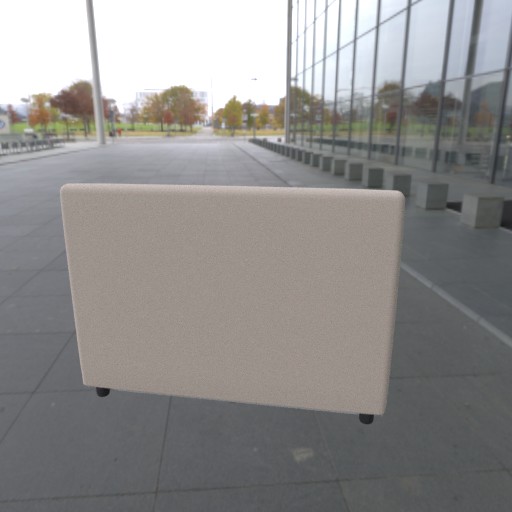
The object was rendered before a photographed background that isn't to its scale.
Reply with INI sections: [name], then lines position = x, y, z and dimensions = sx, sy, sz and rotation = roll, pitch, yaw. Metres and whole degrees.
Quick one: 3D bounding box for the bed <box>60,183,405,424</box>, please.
[bed]
position = 0.000, 0.000, 3.425
dimensions = 1.884, 1.330, 2.142
rotation = 3, 16, 9
